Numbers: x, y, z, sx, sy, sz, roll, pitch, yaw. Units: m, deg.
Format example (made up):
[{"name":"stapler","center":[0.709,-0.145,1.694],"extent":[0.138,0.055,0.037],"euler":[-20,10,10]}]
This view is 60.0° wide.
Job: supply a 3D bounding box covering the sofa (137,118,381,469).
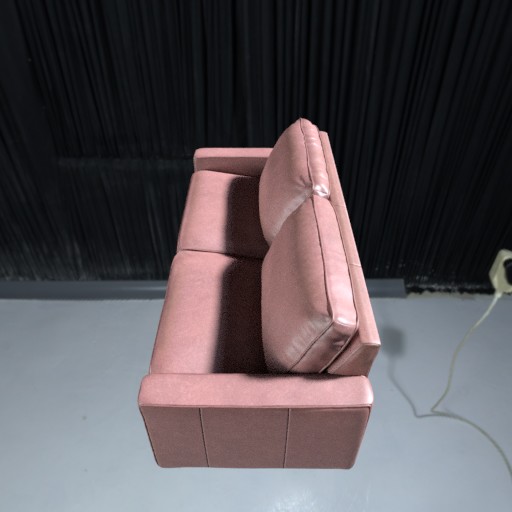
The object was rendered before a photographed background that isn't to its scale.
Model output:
[{"name":"sofa","center":[0.000,0.000,2.524],"extent":[0.940,0.919,2.080],"euler":[0,41,0]}]
